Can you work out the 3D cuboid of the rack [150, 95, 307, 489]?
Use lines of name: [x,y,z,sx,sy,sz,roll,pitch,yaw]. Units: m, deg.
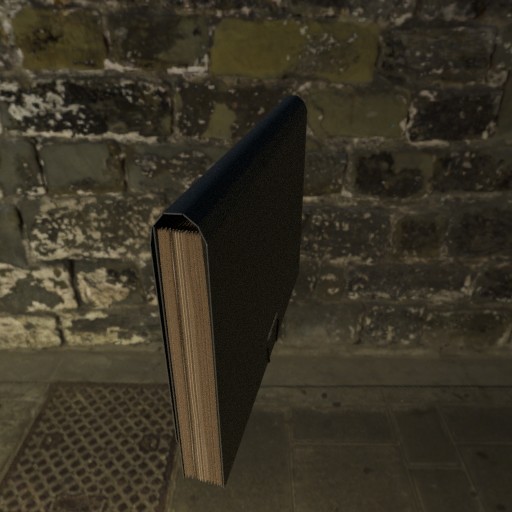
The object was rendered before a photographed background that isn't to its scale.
rack: [0.000,0.000,0.434,0.041,0.241,0.330,8,31,13]
